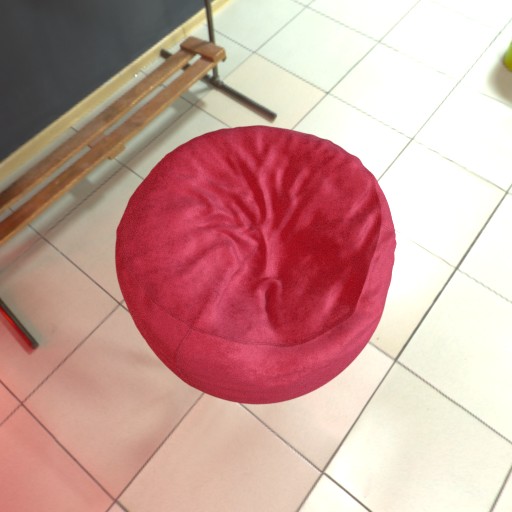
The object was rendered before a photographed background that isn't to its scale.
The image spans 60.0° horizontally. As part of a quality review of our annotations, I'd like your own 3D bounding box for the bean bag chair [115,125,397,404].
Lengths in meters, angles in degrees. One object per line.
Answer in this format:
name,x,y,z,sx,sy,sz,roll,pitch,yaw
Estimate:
bean bag chair,0.000,0.000,2.004,1.218,0.788,1.218,0,64,0
